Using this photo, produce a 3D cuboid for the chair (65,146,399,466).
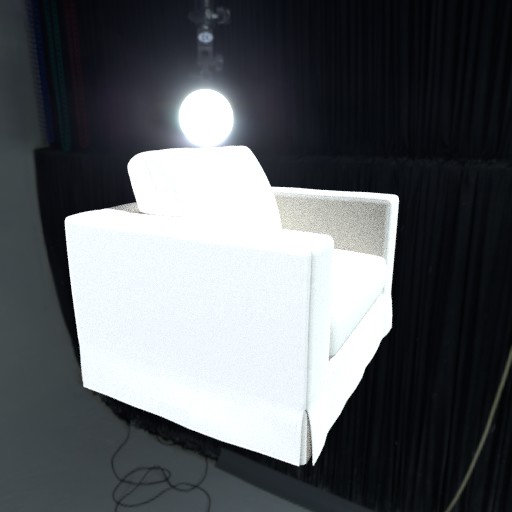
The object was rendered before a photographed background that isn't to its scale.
[{"bbox_3d":[0.000,0.000,1.850,0.957,0.878,1.150,8,18,27],"label":"chair"}]
